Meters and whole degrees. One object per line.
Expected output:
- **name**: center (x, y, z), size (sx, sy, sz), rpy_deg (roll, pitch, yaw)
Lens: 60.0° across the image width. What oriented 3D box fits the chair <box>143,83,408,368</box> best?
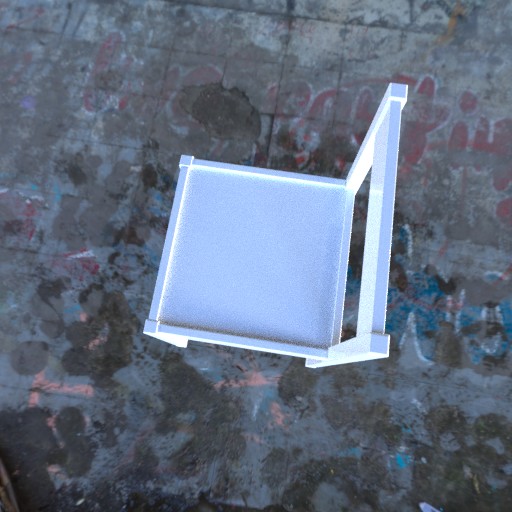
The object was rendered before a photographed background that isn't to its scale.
- **chair**: center (0.000, 0.000, 0.678), size (0.285, 0.505, 0.285), rpy_deg (8, 75, 2)
